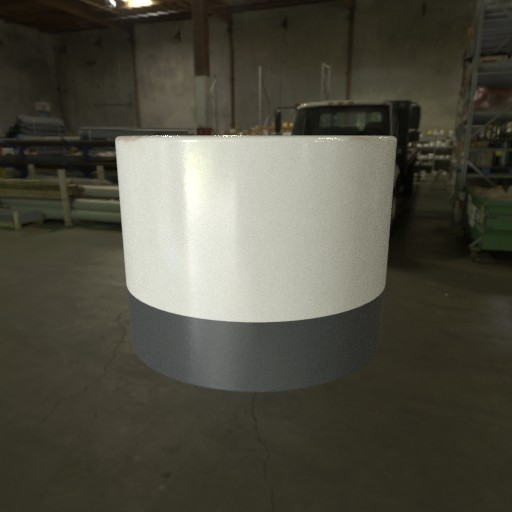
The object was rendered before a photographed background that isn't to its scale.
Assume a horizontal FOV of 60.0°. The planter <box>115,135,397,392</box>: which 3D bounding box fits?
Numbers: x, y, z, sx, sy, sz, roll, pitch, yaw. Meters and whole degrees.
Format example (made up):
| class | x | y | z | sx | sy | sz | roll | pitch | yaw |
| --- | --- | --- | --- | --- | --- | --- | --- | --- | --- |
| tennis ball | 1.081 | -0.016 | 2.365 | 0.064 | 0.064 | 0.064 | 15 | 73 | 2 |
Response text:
| class | x | y | z | sx | sy | sz | roll | pitch | yaw |
| --- | --- | --- | --- | --- | --- | --- | --- | --- | --- |
| planter | 0.000 | 0.000 | 0.340 | 0.193 | 0.177 | 0.193 | 0 | 15 | 0 |
